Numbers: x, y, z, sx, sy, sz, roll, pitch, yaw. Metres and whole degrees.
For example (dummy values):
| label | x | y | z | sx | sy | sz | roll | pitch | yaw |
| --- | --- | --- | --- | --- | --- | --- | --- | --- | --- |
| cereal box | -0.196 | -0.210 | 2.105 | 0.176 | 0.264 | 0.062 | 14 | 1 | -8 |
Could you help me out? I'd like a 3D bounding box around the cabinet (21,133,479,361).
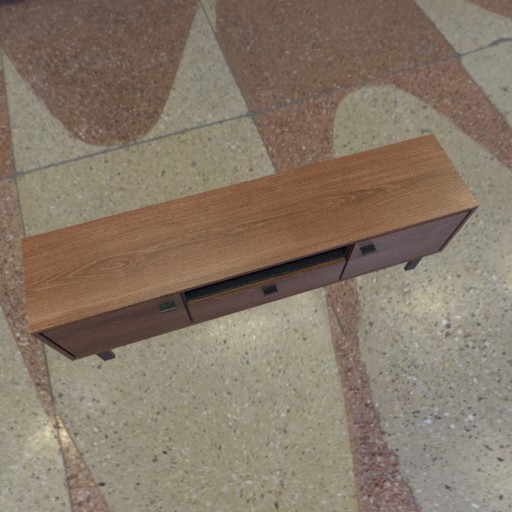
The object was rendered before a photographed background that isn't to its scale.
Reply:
| label | x | y | z | sx | sy | sz | roll | pitch | yaw |
| --- | --- | --- | --- | --- | --- | --- | --- | --- | --- |
| cabinet | 0.000 | 0.000 | 1.846 | 1.650 | 0.500 | 0.400 | -16 | 64 | -8 |
